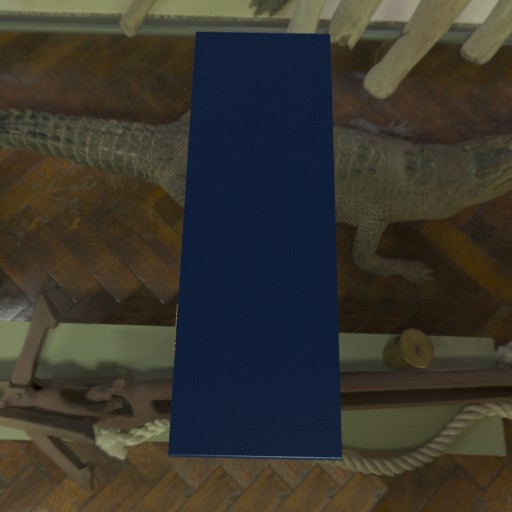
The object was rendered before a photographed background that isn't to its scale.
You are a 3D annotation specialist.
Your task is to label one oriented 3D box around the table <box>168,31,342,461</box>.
[{"bbox_3d":[0.000,0.000,1.471,0.399,0.749,1.118,1,75,0],"label":"table"}]
